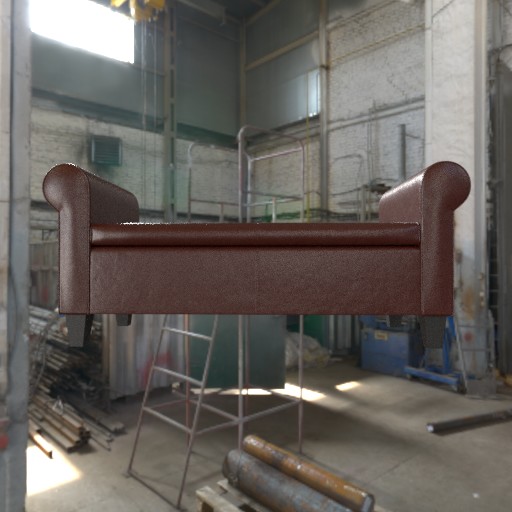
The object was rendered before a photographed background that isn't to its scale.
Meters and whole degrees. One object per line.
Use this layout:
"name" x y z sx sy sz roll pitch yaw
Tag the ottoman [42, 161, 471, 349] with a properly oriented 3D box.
"ottoman" 0.000 0.000 1.542 1.256 0.547 0.521 0 -1 2
